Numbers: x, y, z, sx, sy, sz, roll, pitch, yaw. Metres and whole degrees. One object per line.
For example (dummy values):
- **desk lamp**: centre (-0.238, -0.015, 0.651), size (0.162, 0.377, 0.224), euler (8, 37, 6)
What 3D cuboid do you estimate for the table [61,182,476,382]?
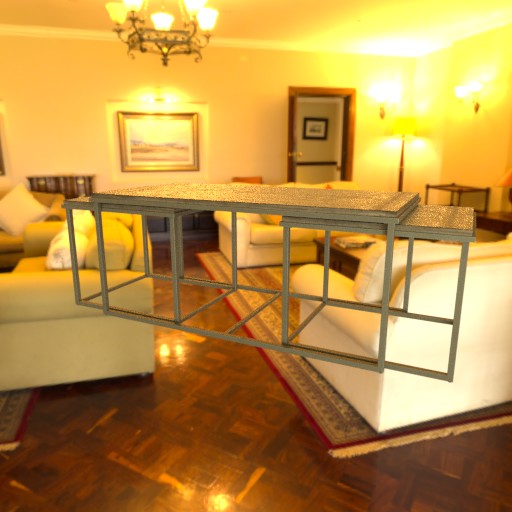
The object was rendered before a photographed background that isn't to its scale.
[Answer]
- **table**: centre (0.000, 0.000, 1.506), size (1.312, 0.427, 0.489), euler (7, 15, 25)
